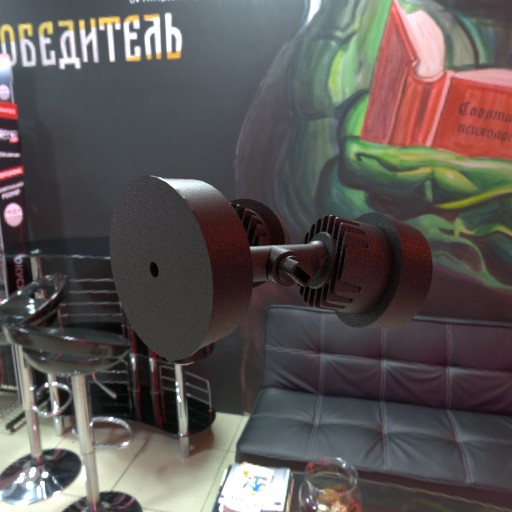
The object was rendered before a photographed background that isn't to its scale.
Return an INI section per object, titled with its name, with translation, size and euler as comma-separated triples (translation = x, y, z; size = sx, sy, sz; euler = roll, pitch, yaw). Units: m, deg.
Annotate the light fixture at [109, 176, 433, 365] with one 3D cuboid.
[light fixture]
translation = 0.000, 0.000, 0.318
size = 0.168, 0.120, 0.213
euler = -13, 18, -43
